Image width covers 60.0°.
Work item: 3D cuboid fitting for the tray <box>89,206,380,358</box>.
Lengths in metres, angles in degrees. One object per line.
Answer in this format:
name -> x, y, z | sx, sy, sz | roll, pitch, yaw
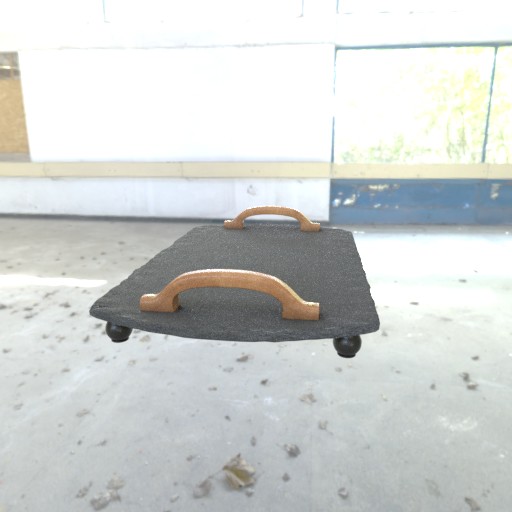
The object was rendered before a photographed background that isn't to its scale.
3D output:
tray -> 0.000, 0.000, 0.486 | 0.231, 0.062, 0.387 | 2, 16, 8
